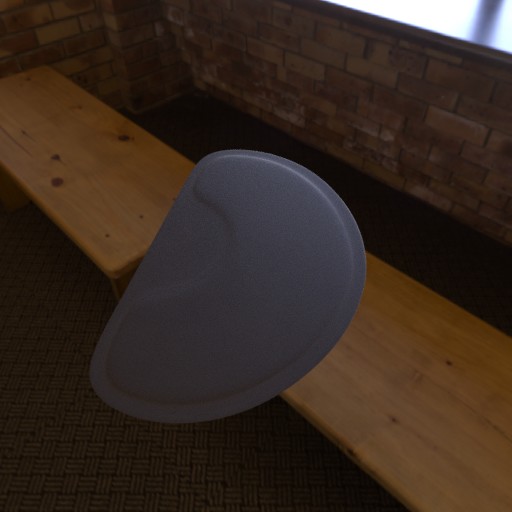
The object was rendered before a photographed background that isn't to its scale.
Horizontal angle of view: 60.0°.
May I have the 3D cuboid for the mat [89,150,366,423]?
[{"bbox_3d":[0.000,0.000,1.862,0.913,0.013,1.524,9,47,9],"label":"mat"}]
